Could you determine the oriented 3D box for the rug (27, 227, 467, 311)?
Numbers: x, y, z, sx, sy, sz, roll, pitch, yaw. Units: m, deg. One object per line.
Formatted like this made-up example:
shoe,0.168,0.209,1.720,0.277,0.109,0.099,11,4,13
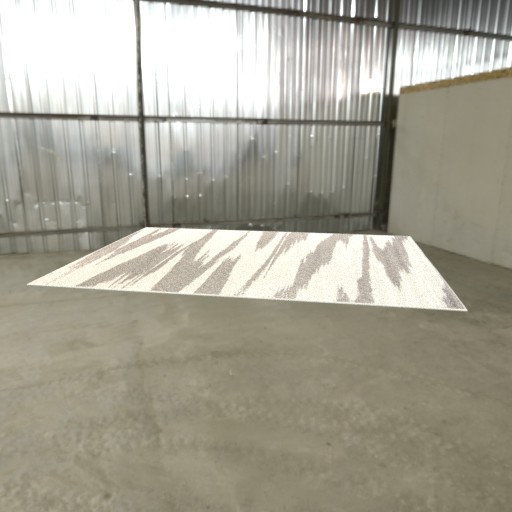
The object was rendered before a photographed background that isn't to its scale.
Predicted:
rug,0.000,0.000,2.836,2.142,0.010,1.533,2,15,9
